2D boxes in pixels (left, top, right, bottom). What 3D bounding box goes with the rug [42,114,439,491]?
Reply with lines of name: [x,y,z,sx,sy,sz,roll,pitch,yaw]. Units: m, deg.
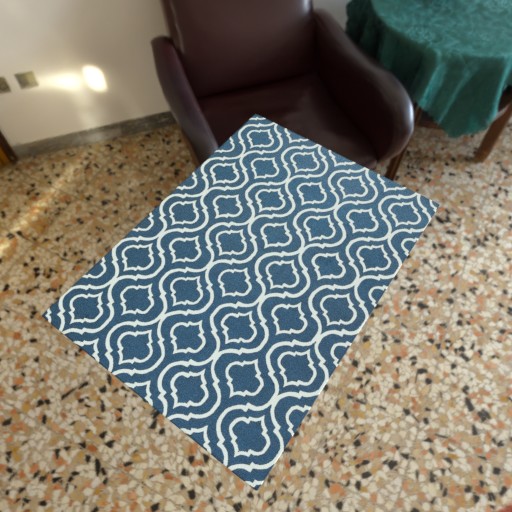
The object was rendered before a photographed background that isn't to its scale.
rug: [0.000,0.000,4.402,2.438,0.010,3.353,32,63,18]
